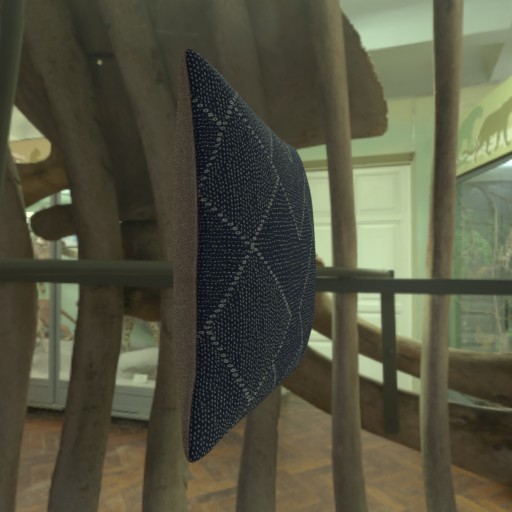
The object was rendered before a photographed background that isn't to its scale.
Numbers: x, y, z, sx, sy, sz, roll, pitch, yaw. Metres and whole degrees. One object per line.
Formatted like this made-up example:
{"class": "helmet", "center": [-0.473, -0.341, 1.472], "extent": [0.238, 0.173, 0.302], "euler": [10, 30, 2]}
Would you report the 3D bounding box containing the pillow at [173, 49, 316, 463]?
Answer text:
{"class": "pillow", "center": [0.000, 0.000, 0.660], "extent": [0.148, 0.428, 0.435], "euler": [0, -1, 19]}
